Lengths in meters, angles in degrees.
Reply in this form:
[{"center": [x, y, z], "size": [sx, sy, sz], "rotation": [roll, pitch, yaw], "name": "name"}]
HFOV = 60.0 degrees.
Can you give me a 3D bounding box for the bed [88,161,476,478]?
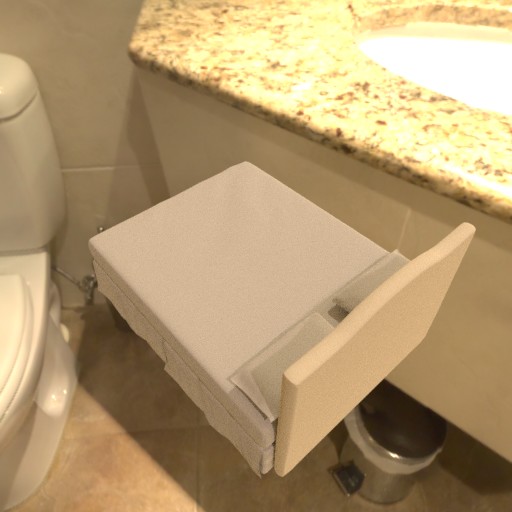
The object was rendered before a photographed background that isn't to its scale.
[{"center": [0.000, 0.000, 3.609], "size": [1.977, 1.437, 2.477], "rotation": [-33, 54, -28], "name": "bed"}]
